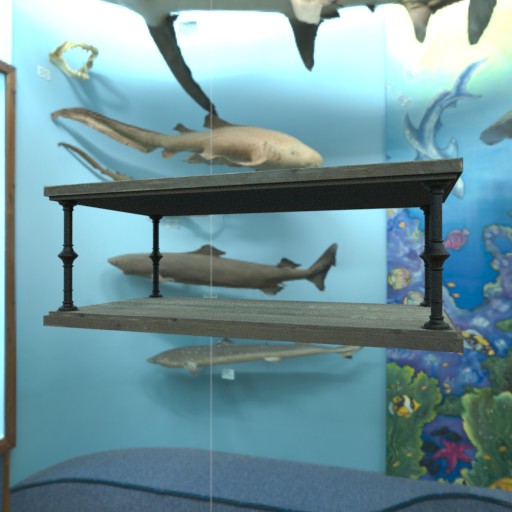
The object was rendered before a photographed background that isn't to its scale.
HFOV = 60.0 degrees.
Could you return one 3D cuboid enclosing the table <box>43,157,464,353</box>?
[{"bbox_3d":[0.000,0.000,1.343,1.088,0.399,0.554,0,0,19],"label":"table"}]
